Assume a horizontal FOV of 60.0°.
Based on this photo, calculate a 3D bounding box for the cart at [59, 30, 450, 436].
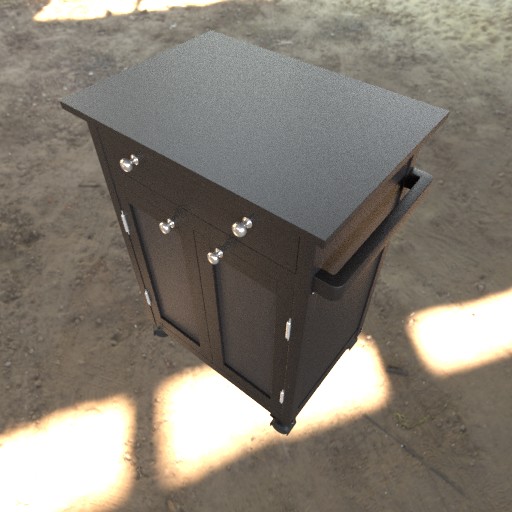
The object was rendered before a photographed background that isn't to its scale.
[{"bbox_3d":[0.000,0.000,1.206,0.660,0.879,0.456,31,55,25],"label":"cart"}]
